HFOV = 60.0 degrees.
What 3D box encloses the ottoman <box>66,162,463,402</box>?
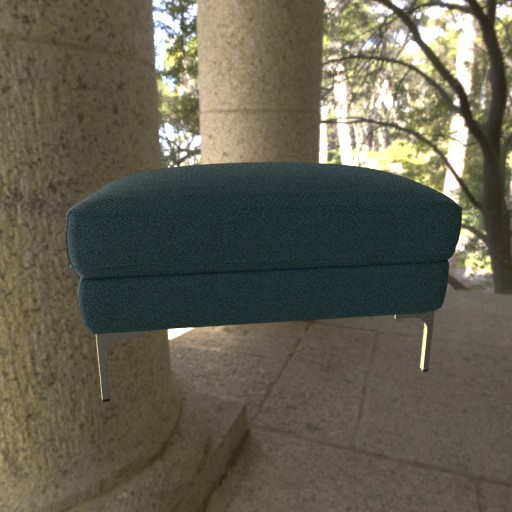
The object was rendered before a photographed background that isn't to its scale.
[{"bbox_3d":[0.000,0.000,1.207,0.856,0.498,0.563,-2,15,-10],"label":"ottoman"}]
